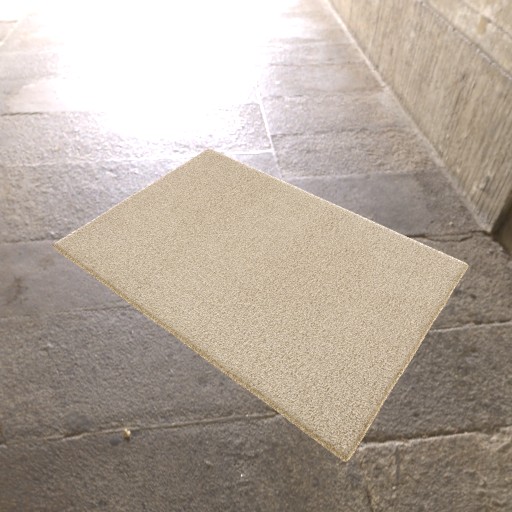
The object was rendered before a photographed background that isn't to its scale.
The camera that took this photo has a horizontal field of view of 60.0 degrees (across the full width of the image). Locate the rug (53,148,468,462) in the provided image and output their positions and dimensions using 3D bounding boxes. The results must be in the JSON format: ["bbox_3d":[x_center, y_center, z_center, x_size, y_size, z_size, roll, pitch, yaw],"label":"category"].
[{"bbox_3d":[0.000,0.000,2.287,1.778,0.030,1.219,29,52,26],"label":"rug"}]
